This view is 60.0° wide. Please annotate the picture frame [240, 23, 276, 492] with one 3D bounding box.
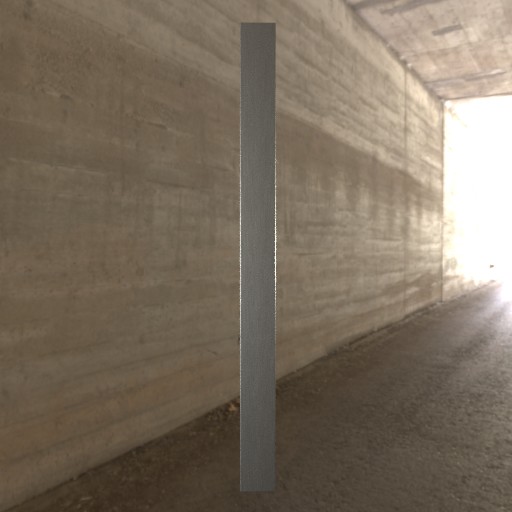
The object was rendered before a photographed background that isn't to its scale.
[{"bbox_3d":[0.000,0.000,1.332,0.073,0.968,0.839,0,1,-1],"label":"picture frame"}]
